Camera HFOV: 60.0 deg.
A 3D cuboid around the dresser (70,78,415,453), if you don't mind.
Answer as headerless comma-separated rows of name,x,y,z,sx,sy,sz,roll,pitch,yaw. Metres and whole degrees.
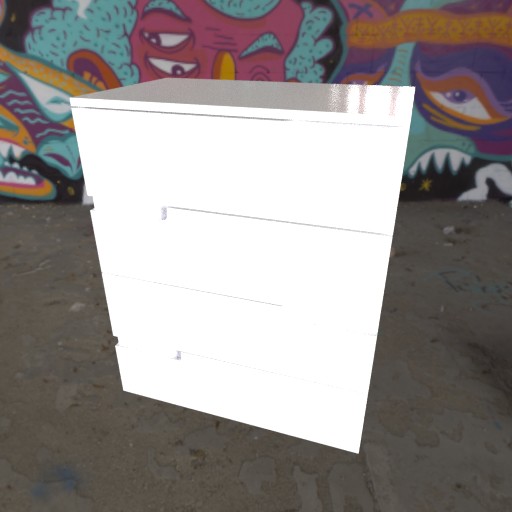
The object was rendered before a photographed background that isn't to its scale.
dresser,0.000,0.000,1.143,0.650,0.800,0.400,9,29,16
